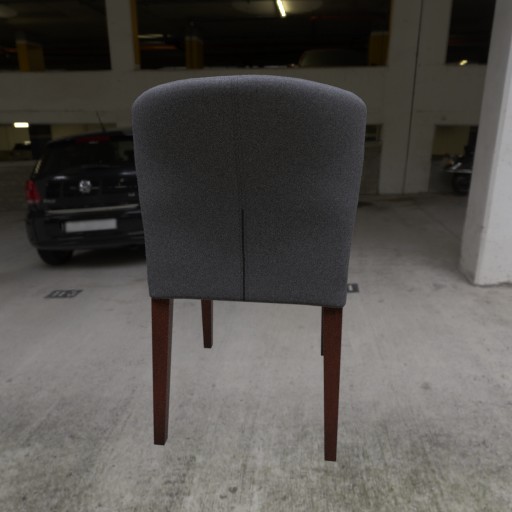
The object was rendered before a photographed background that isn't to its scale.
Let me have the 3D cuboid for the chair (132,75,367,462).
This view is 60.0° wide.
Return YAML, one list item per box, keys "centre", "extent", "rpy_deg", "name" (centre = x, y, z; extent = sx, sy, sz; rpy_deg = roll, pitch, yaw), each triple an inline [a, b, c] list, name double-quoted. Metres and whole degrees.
- centre: [0.000, 0.000, 1.173]
  extent: [0.491, 0.839, 0.592]
  rpy_deg: [2, 17, 7]
  name: "chair"
